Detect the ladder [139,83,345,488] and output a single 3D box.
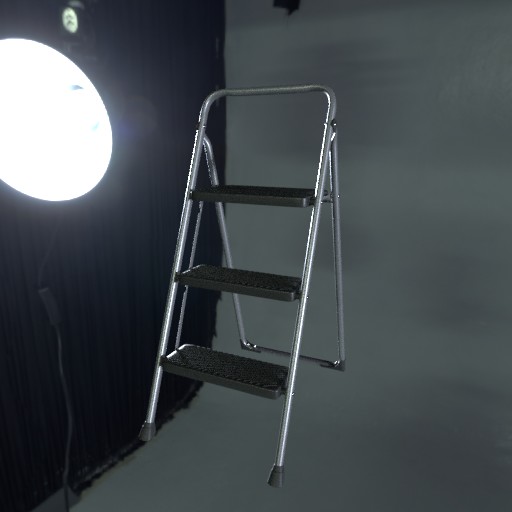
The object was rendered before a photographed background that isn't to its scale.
[{"bbox_3d":[0.000,0.000,1.292,0.430,0.945,0.629,7,16,25],"label":"ladder"}]
